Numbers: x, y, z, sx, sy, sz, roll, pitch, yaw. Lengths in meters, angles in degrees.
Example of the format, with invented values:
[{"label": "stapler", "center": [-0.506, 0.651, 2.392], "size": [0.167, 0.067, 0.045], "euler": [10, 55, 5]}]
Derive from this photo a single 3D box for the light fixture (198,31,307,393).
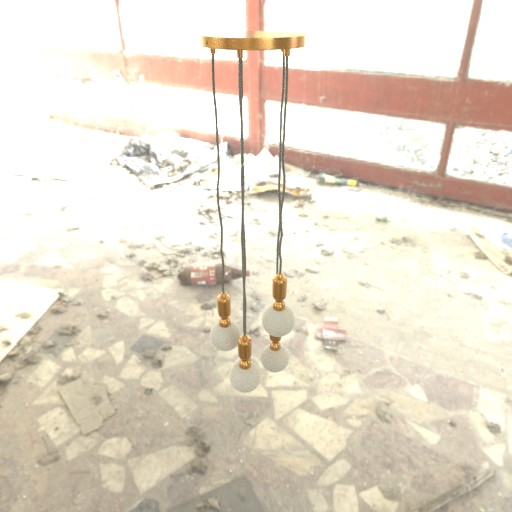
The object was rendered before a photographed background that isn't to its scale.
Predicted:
[{"label": "light fixture", "center": [0.000, 0.000, 0.509], "size": [0.105, 0.457, 0.108], "euler": [-20, 36, -31]}]
